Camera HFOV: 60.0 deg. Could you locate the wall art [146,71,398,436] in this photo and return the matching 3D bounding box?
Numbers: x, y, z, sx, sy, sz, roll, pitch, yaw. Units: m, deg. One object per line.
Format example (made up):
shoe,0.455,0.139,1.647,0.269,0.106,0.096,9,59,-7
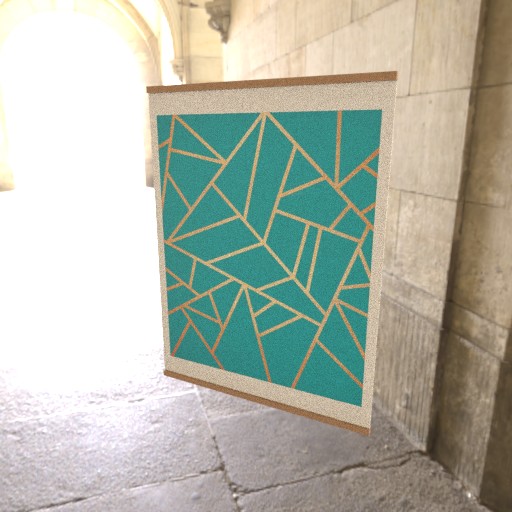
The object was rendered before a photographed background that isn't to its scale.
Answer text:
wall art,0.000,0.000,0.819,0.459,0.608,0.012,8,17,26
